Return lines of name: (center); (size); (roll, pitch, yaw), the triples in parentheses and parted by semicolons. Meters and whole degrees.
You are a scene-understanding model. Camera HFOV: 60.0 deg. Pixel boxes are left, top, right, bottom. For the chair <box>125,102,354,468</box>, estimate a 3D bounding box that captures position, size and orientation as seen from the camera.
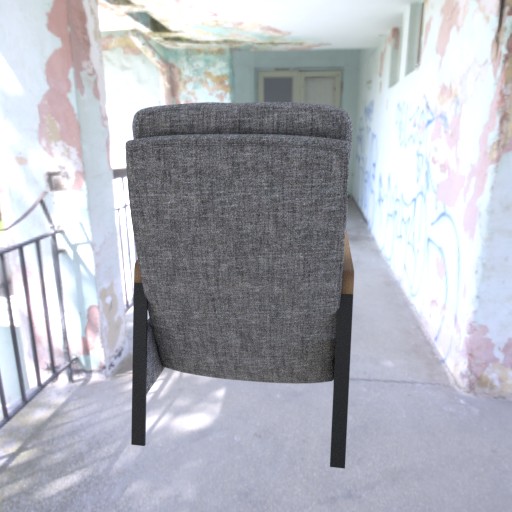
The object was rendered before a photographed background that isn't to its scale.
chair: (0.000, 0.000, 1.635); (0.671, 1.042, 0.868); (2, 16, 9)
